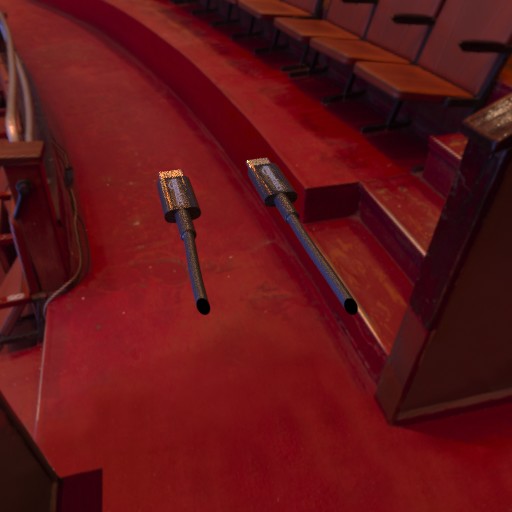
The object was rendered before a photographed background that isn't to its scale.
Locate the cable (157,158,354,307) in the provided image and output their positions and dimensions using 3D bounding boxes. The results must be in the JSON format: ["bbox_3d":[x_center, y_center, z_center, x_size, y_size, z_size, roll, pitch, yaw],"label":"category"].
[{"bbox_3d":[0.000,0.000,0.114,0.041,0.005,0.098,-11,41,-13],"label":"cable"}]
